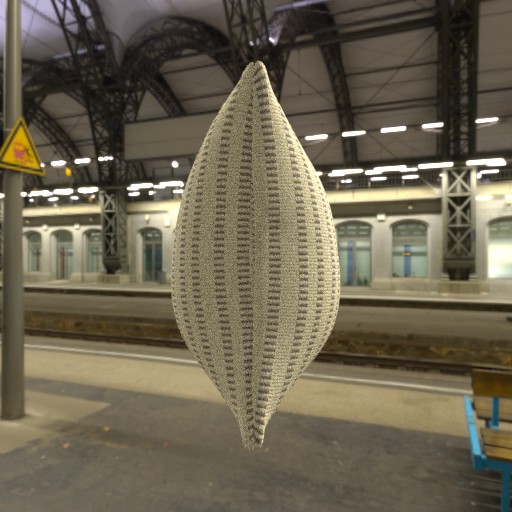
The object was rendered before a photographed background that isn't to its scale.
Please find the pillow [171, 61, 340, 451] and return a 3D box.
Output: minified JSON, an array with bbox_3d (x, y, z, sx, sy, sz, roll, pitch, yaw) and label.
[{"bbox_3d":[0.000,0.000,0.686,0.247,0.419,0.438,0,0,0],"label":"pillow"}]
